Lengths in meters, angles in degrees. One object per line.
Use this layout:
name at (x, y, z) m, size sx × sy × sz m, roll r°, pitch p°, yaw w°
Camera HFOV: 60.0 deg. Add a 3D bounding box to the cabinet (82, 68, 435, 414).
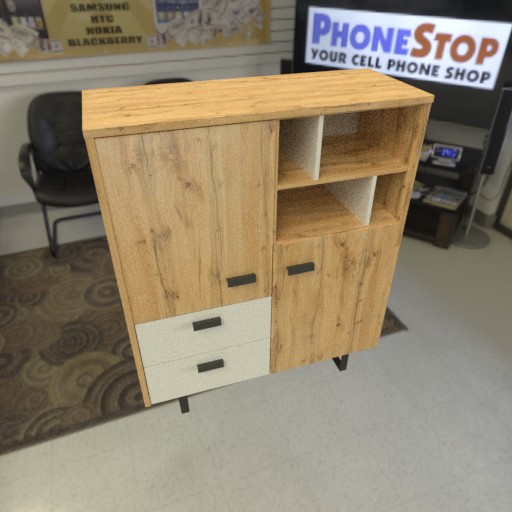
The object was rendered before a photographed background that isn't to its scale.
cabinet at (0.000, 0.000, 1.963) m, size 1.168 × 1.397 × 0.473 m, roll -10°, pitch 36°, yaw -15°
